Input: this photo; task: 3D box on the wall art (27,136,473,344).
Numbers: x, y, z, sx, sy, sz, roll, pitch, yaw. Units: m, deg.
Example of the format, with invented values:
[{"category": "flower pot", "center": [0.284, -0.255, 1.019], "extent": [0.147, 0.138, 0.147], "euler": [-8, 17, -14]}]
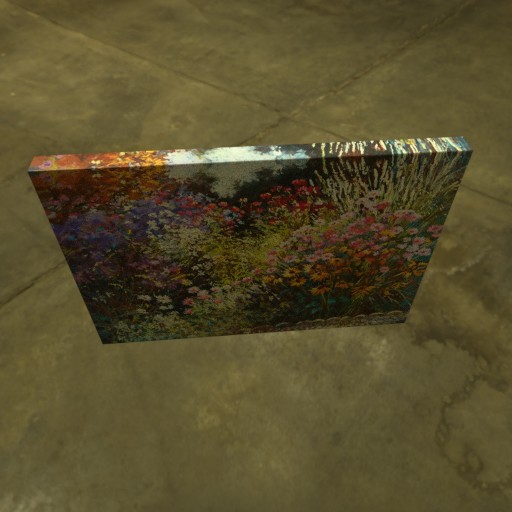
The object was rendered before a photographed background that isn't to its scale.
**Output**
[{"category": "wall art", "center": [0.000, 0.000, 0.761], "extent": [0.610, 0.406, 0.037], "euler": [-3, 45, -3]}]
